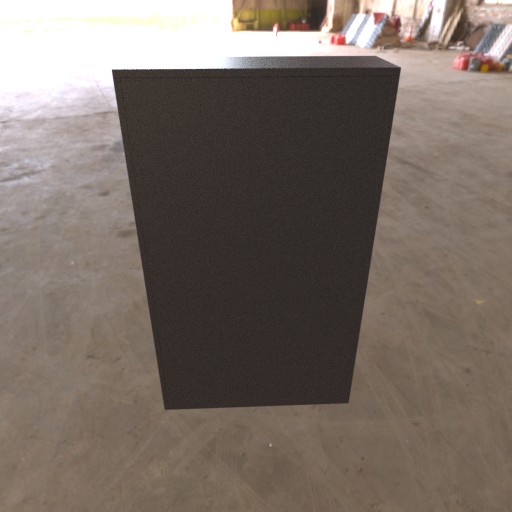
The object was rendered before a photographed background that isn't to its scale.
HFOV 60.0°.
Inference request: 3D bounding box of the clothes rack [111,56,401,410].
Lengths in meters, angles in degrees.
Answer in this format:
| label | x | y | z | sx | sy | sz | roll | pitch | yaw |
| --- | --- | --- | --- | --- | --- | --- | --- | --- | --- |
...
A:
| label | x | y | z | sx | sy | sz | roll | pitch | yaw |
| --- | --- | --- | --- | --- | --- | --- | --- | --- | --- |
| clothes rack | 0.000 | 0.000 | 1.581 | 0.750 | 1.280 | 0.250 | -1 | 31 | -2 |
